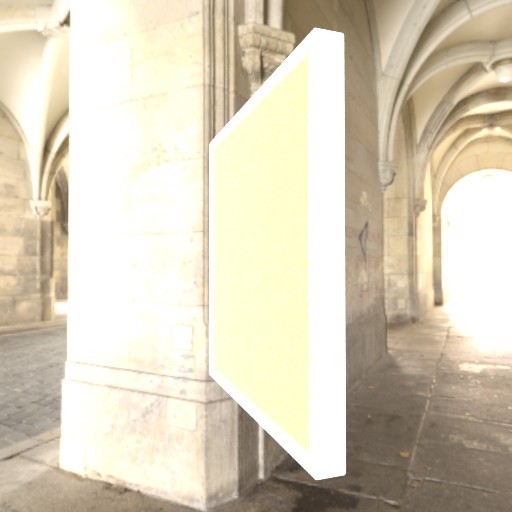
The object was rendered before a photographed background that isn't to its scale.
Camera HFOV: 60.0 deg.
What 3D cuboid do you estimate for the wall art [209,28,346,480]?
[{"bbox_3d":[0.000,0.000,0.741,0.038,0.508,0.508,0,-1,-19],"label":"wall art"}]
